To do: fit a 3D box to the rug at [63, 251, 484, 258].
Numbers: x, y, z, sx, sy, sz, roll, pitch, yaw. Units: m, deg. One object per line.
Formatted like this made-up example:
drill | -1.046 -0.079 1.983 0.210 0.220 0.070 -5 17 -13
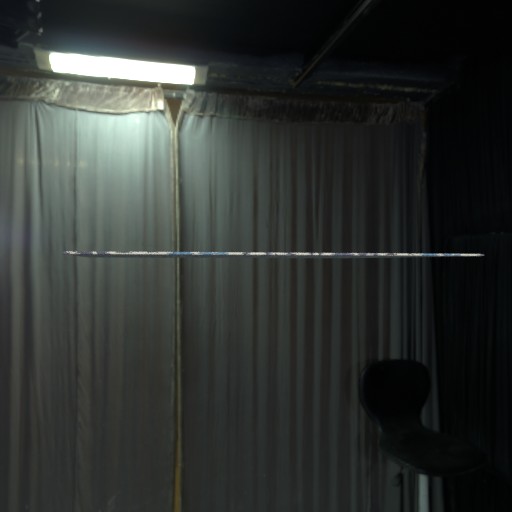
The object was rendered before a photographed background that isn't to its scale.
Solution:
rug | 0.000 0.000 3.023 2.261 0.013 1.676 0 -1 -17
